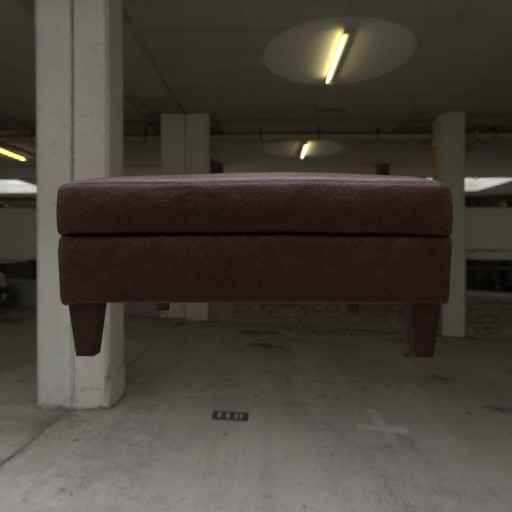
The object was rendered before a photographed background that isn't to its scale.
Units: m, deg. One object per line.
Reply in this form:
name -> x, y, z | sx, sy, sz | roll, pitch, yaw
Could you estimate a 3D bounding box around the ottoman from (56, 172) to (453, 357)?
ottoman -> 0.000, 0.000, 1.305 | 0.836, 0.415, 0.844 | 0, 0, 1
